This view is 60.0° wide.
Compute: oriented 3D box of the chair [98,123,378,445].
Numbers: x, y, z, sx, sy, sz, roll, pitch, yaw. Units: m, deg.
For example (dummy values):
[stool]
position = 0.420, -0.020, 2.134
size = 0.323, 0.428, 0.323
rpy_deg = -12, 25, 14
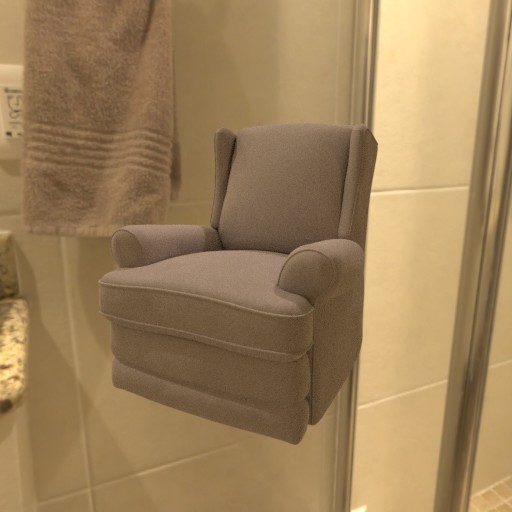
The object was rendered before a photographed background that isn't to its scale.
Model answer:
[chair]
position = 0.000, 0.000, 1.693
size = 0.847, 1.011, 0.969
rpy_deg = 7, 15, 26
